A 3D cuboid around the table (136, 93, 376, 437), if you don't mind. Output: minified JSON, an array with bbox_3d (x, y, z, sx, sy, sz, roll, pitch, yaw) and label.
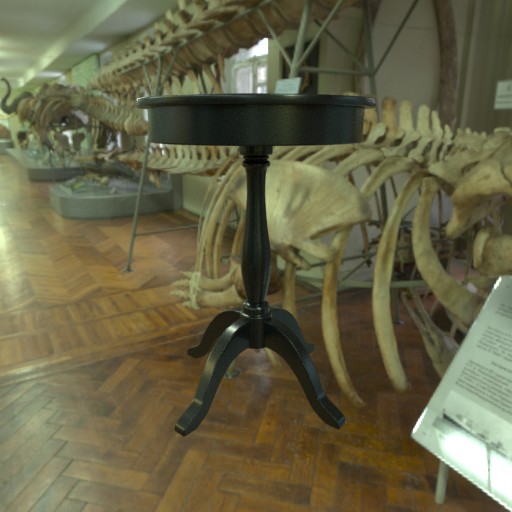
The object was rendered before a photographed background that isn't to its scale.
[{"bbox_3d":[0.000,0.000,1.002,0.481,0.665,0.481,0,17,0],"label":"table"}]
